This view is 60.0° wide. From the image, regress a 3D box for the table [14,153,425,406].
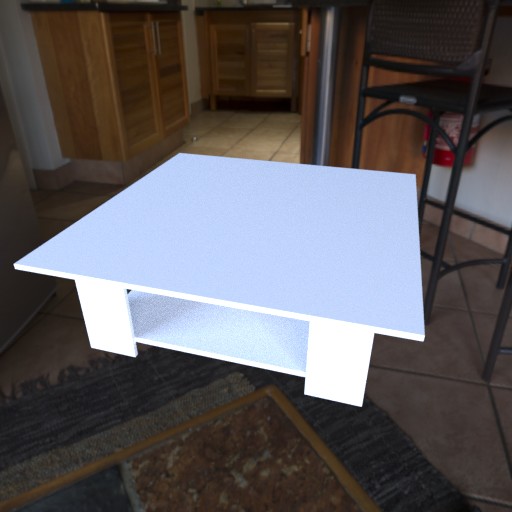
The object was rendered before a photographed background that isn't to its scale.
[{"bbox_3d":[0.000,0.000,1.347,0.890,0.305,0.890,8,31,14],"label":"table"}]
